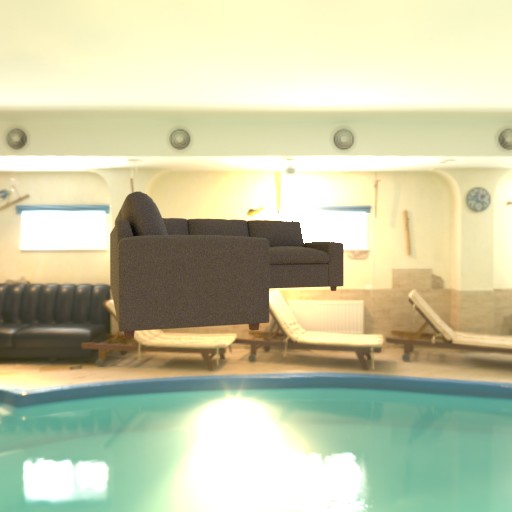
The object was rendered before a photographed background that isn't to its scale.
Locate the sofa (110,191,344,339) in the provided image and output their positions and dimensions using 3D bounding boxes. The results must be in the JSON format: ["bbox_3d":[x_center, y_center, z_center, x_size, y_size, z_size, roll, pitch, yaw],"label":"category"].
[{"bbox_3d":[0.000,0.000,4.704,2.895,0.965,3.277,0,1,-19],"label":"sofa"}]
